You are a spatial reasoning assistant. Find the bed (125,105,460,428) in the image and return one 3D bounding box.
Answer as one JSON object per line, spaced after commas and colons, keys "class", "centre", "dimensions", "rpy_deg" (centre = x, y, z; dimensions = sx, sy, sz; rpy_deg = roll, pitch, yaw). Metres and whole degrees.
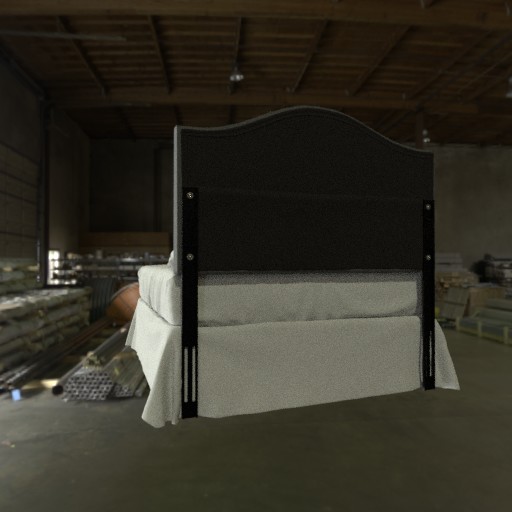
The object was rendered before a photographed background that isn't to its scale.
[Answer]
{"class": "bed", "centre": [0.000, 0.000, 3.407], "dimensions": [1.876, 1.645, 2.221], "rpy_deg": [0, -1, -19]}
